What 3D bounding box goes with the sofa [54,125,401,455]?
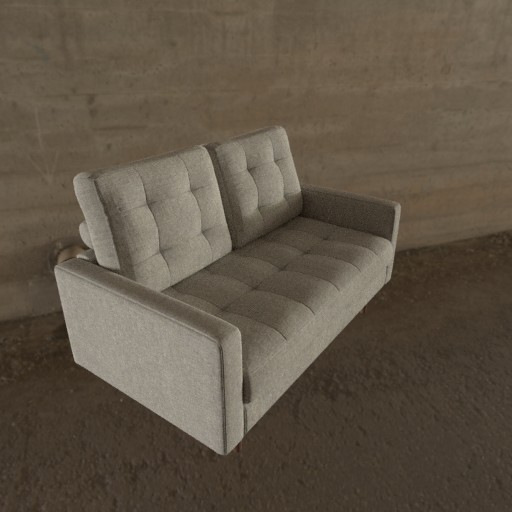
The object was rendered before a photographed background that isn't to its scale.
[{"bbox_3d":[0.000,0.000,1.931,0.842,0.907,1.407,17,31,32],"label":"sofa"}]
